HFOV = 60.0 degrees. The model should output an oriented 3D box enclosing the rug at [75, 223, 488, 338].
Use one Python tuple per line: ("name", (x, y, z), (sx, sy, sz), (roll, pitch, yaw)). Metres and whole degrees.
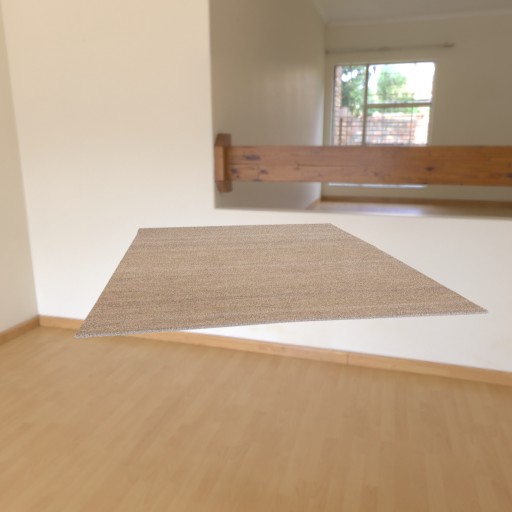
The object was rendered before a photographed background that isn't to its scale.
("rug", (0.000, 0.000, 4.128), (2.467, 0.046, 3.245), (-2, 14, -8))
